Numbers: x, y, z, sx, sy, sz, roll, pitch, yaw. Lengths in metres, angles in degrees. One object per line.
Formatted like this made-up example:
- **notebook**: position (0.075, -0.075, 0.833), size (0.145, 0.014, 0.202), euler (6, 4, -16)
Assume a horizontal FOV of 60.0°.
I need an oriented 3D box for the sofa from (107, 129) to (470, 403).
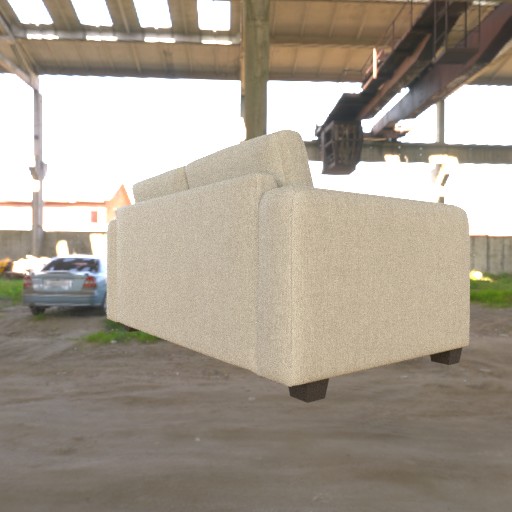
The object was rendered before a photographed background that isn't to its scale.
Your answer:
- **sofa**: position (0.000, 0.000, 2.009), size (0.900, 0.800, 1.540), euler (0, 0, -36)
